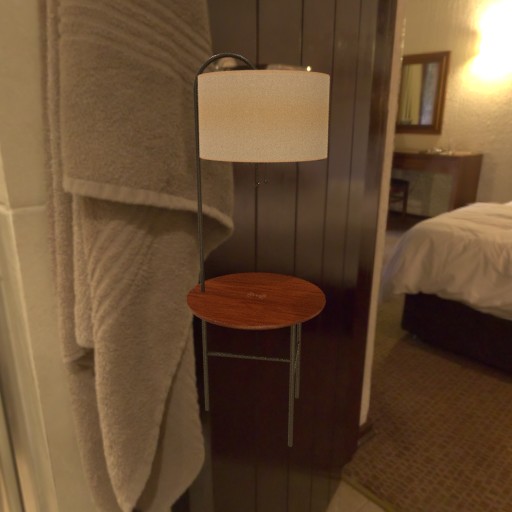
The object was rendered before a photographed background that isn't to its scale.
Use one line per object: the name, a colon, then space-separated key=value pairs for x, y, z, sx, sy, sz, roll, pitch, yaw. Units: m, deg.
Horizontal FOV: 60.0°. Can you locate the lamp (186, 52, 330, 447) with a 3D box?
lamp: x=0.000 y=0.000 z=1.796 sx=0.573 sy=1.517 sz=0.573 roll=0 pitch=17 yaw=0
